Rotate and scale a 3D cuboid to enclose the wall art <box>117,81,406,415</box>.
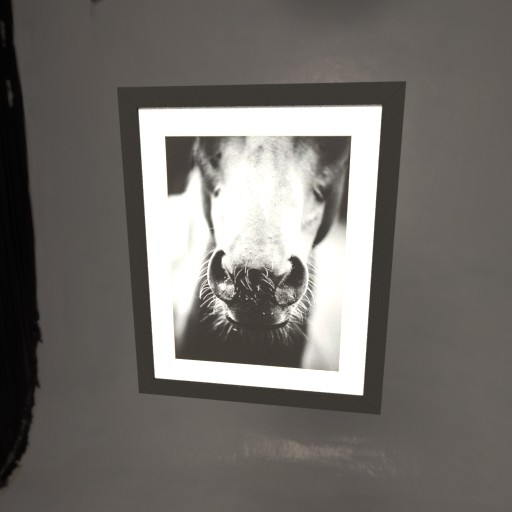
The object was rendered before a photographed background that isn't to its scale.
[{"bbox_3d":[0.000,0.000,0.559,0.329,0.404,0.024,2,14,9],"label":"wall art"}]
